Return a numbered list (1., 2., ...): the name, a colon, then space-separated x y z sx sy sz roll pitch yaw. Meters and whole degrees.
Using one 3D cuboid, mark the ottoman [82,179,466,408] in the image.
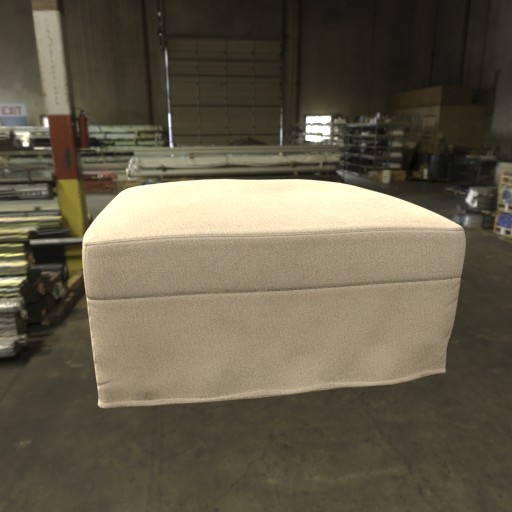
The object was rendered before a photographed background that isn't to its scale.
1. ottoman: 0.000 0.000 1.336 0.842 0.441 0.843 -3 16 -9
